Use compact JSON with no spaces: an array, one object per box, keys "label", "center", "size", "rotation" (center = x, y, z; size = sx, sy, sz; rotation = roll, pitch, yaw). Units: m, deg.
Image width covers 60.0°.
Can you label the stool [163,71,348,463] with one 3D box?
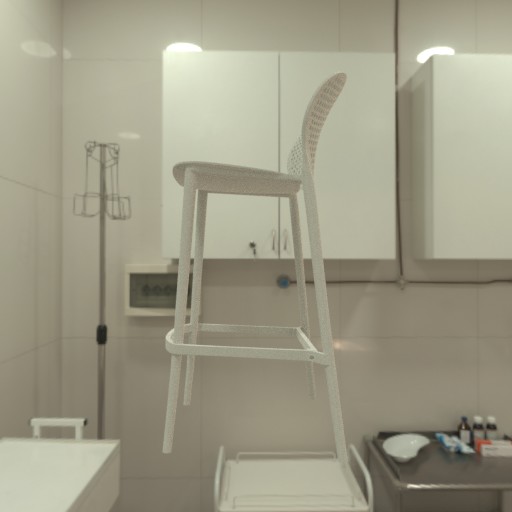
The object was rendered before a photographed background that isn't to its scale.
[{"label":"stool","center":[0.000,0.000,1.375],"size":[0.535,1.045,0.536],"rotation":[0,-1,-1]}]
